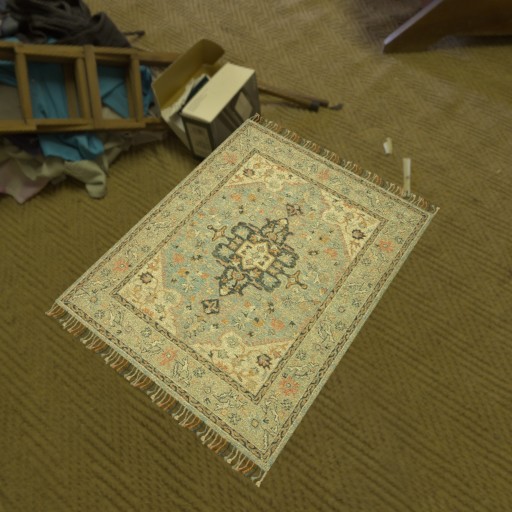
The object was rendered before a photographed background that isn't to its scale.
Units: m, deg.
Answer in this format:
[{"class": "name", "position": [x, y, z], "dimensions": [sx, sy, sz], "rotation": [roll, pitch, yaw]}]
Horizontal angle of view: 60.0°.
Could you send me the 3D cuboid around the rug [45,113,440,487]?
[{"class": "rug", "position": [0.000, 0.000, 3.535], "dimensions": [1.971, 0.010, 2.651], "rotation": [32, 64, 18]}]
